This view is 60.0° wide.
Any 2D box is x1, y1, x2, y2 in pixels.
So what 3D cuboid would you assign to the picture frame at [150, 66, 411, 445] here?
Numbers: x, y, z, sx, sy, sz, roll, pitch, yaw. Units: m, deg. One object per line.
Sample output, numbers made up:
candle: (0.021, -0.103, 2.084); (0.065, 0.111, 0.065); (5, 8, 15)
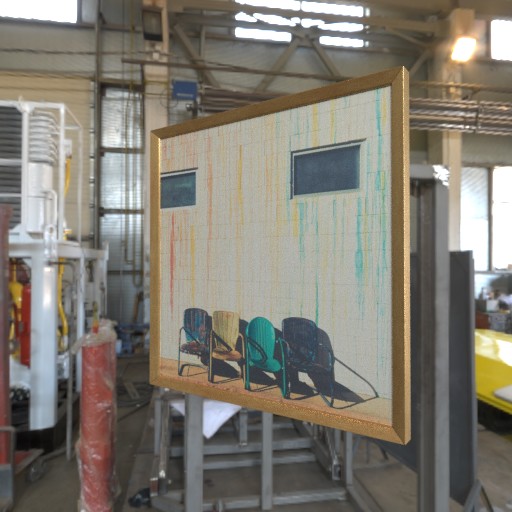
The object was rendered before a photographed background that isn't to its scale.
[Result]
picture frame: (0.000, 0.000, 1.124); (0.758, 0.761, 0.037); (-1, -1, 36)
